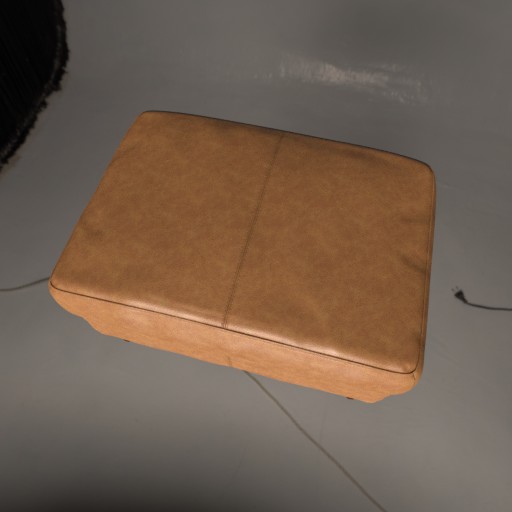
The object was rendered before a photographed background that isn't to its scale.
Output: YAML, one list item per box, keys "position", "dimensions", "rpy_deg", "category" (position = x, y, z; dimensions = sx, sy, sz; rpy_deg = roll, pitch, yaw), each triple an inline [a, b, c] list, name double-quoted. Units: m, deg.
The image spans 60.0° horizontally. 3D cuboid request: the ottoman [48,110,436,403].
- position: [0.000, 0.000, 1.227]
  dimensions: [0.869, 0.461, 0.630]
  rpy_deg: [13, 61, 7]
  category: "ottoman"
